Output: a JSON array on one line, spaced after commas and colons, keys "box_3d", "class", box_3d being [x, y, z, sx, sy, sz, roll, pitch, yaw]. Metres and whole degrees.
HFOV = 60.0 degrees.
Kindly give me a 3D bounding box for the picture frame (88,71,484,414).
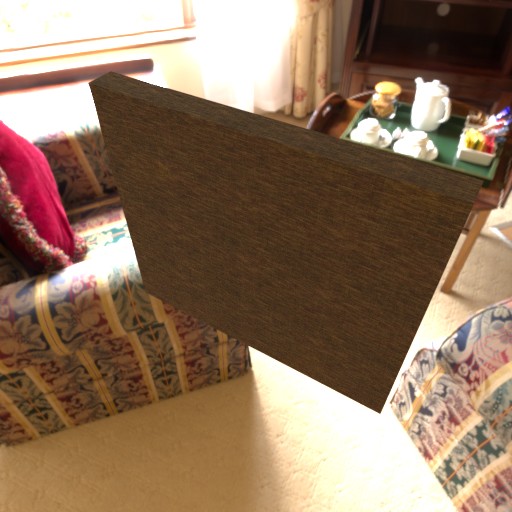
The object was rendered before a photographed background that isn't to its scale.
[{"box_3d": [0.000, 0.000, 0.508, 0.378, 0.330, 0.033, 23, 50, 21], "class": "picture frame"}]
